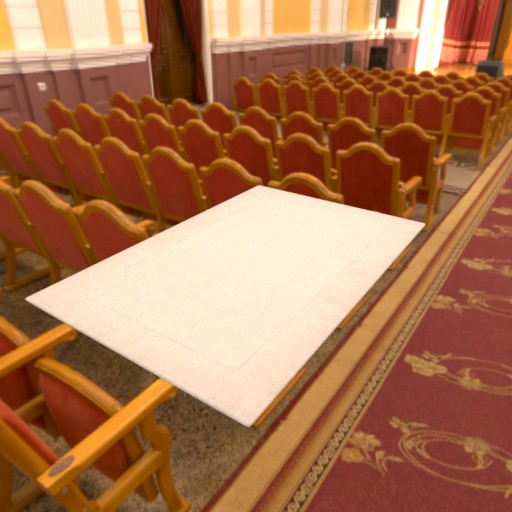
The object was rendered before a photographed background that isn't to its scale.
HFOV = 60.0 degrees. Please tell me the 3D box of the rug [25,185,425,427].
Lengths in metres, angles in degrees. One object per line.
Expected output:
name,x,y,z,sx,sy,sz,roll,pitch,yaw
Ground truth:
rug,0.000,0.000,2.310,1.219,0.013,1.829,18,33,30
